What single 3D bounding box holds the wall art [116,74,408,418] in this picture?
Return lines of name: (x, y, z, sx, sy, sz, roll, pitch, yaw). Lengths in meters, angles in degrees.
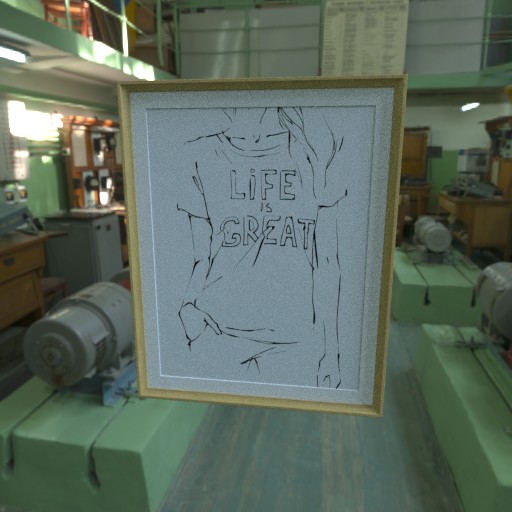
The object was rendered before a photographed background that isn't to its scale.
wall art: (0.000, 0.000, 1.334, 0.798, 1.002, 0.030, 2, 14, 8)
